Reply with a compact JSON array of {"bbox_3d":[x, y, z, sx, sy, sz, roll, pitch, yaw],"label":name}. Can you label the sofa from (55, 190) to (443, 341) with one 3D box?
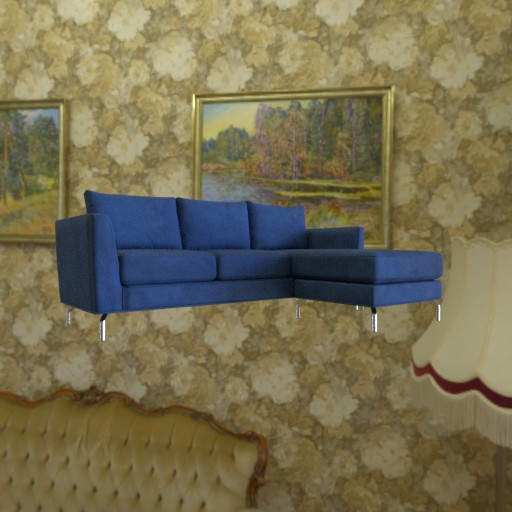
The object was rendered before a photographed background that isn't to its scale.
[{"bbox_3d":[0.000,0.000,3.302,2.438,0.987,1.622,-1,1,-37],"label":"sofa"}]
